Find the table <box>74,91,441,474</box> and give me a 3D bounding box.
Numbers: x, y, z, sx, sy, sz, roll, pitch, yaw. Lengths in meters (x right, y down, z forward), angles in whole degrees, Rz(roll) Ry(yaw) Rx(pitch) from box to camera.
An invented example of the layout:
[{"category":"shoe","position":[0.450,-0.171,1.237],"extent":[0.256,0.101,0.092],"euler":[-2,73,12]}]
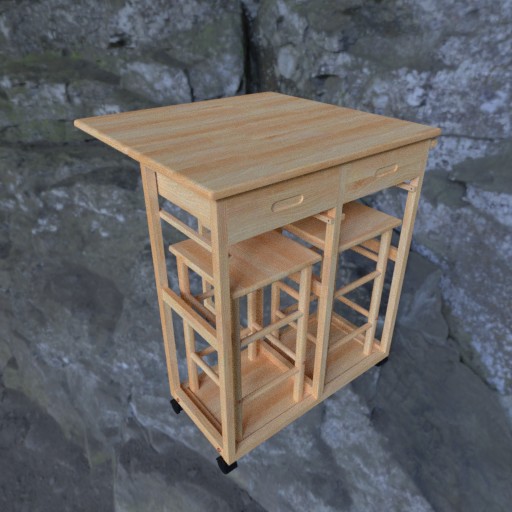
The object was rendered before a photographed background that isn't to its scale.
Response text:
[{"category":"table","position":[0.000,0.000,1.406],"extent":[0.752,0.832,0.693],"euler":[-22,36,-33]}]
